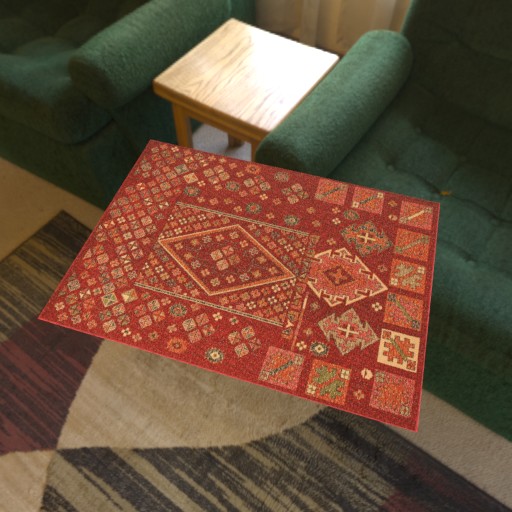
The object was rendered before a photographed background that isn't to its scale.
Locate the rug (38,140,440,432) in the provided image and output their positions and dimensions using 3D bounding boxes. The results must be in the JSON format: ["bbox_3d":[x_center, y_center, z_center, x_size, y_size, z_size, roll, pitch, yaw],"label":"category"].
[{"bbox_3d":[0.000,0.000,4.284,3.306,0.011,2.389,14,58,9],"label":"rug"}]
